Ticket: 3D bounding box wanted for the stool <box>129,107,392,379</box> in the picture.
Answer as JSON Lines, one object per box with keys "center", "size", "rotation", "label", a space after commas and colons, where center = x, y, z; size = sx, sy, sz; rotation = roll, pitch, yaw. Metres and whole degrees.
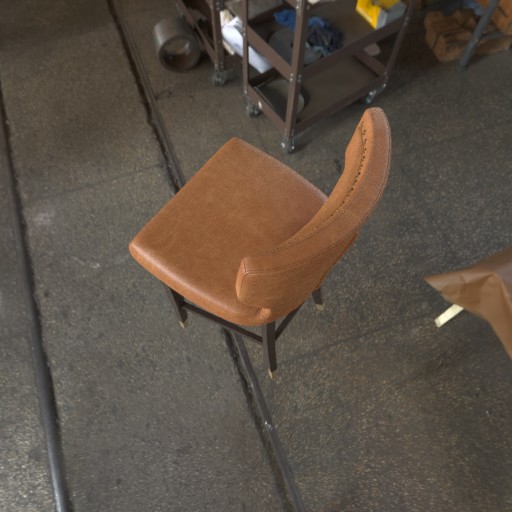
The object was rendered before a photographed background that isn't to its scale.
{"center": [0.000, 0.000, 1.429], "size": [0.563, 1.092, 0.526], "rotation": [33, 69, 15], "label": "stool"}
